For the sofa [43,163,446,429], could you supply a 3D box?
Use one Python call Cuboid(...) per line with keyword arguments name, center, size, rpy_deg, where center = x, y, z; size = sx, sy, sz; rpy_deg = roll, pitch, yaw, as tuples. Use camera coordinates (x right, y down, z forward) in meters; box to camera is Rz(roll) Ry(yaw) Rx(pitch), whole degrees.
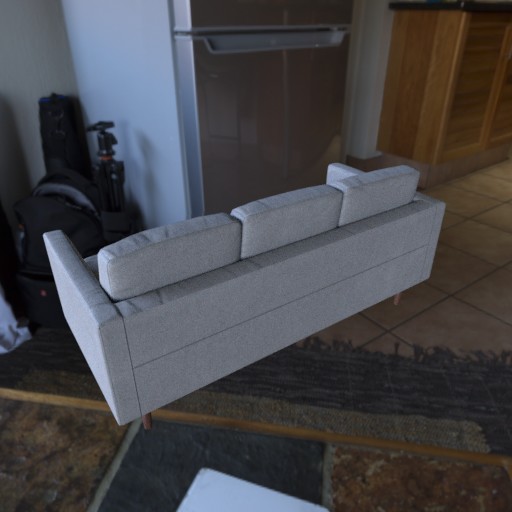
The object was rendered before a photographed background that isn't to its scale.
Cuboid(name="sofa", center=(0.000, 0.000, 2.492), size=(1.983, 0.918, 0.944), rpy_deg=(-19, 35, -29))
